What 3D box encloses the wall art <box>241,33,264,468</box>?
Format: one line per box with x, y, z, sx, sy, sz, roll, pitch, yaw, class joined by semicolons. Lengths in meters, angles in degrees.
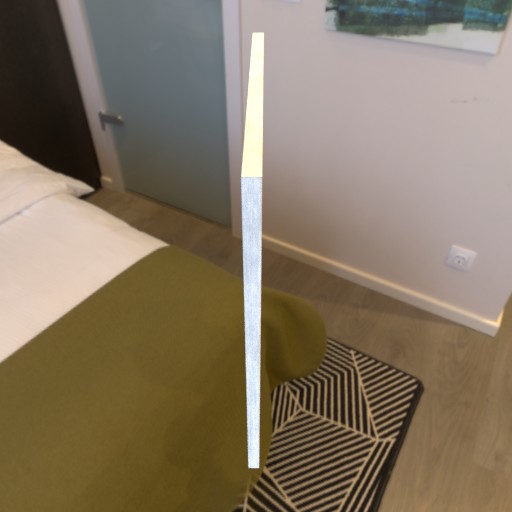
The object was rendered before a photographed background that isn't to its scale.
0.000;0.000;0.793;0.020;0.613;0.481;1;41;1;wall art
